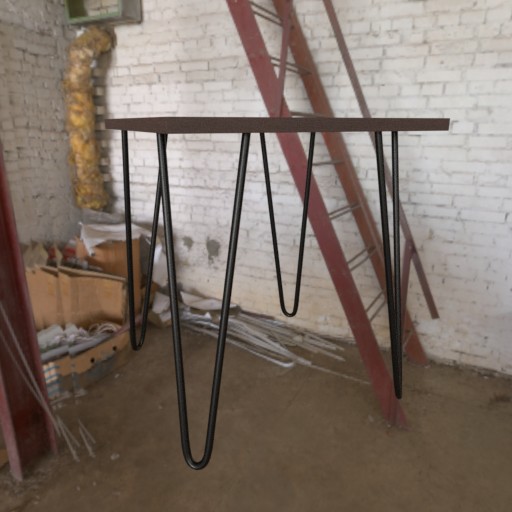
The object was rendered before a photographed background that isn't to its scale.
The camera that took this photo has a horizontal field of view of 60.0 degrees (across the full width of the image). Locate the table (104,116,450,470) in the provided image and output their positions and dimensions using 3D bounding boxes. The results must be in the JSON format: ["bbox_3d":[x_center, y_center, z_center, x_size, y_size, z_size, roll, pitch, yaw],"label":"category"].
[{"bbox_3d":[0.000,0.000,0.944,0.495,0.559,0.495,-8,19,-25],"label":"table"}]
